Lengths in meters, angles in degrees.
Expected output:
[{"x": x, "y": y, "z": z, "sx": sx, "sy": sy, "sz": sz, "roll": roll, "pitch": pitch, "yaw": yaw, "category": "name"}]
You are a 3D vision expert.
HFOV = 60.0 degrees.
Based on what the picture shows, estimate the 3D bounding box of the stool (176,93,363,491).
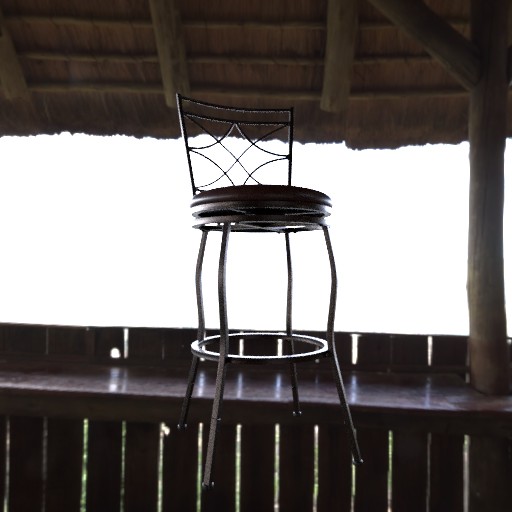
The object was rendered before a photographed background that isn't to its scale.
[{"x": 0.000, "y": 0.000, "z": 1.369, "sx": 0.434, "sy": 1.117, "sz": 0.534, "roll": 0, "pitch": -1, "yaw": -18, "category": "stool"}]
